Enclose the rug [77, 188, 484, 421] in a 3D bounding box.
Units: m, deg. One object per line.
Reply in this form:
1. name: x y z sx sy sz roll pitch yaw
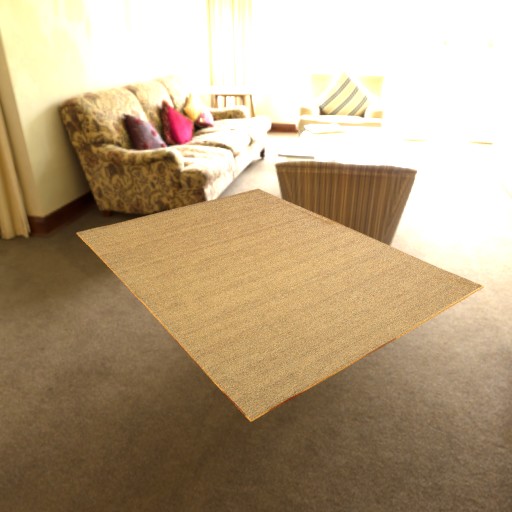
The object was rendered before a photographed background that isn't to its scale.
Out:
1. rug: 0.000 0.000 4.235 2.434 0.045 3.202 -19 32 -32
